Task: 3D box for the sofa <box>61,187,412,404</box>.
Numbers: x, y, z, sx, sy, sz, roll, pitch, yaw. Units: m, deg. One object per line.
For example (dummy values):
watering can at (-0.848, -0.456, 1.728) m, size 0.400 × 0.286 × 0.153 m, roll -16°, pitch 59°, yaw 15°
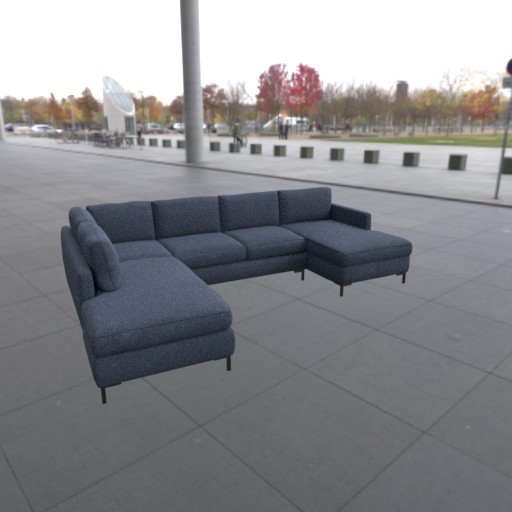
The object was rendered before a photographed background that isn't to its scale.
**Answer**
sofa at (0.000, 0.000, 3.786) m, size 2.956 × 0.813 × 2.007 m, roll -8°, pitch 19°, yaw -26°
